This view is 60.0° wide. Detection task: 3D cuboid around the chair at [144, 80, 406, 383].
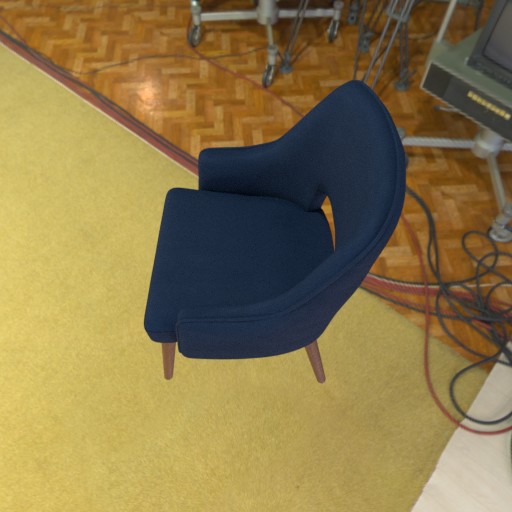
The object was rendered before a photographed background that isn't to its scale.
[{"bbox_3d":[0.000,0.000,1.212,0.591,0.844,0.559,2,58,1],"label":"chair"}]
